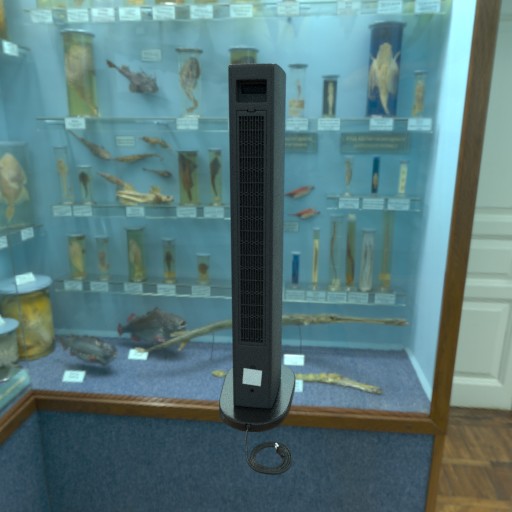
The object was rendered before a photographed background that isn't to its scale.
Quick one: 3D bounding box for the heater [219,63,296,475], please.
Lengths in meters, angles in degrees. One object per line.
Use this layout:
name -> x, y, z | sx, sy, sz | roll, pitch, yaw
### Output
heater -> 0.000, 0.000, 1.060 | 0.214, 0.856, 0.458 | 2, 15, 8
